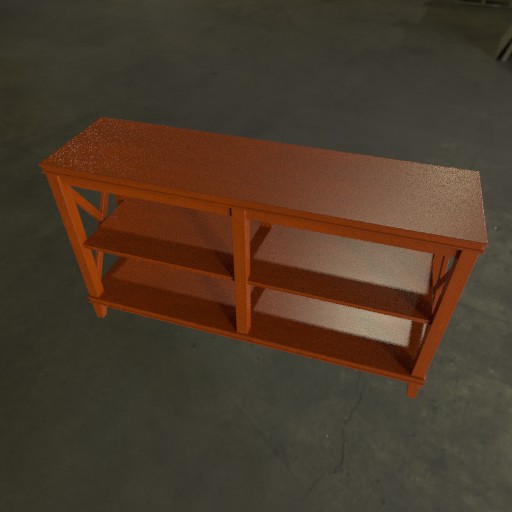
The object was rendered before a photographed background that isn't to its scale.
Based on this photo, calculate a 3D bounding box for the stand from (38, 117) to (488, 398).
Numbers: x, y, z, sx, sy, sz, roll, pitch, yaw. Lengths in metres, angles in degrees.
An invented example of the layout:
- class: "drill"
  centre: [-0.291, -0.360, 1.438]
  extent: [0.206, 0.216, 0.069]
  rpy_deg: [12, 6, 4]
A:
- class: "stand"
  centre: [0.000, 0.000, 1.681]
  extent: [1.372, 0.762, 0.381]
  rpy_deg: [12, 43, 13]
